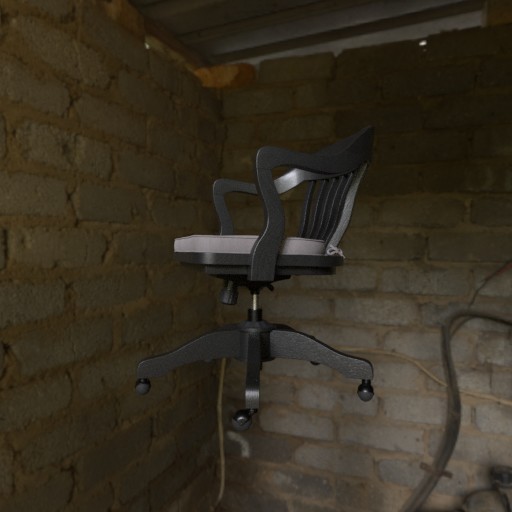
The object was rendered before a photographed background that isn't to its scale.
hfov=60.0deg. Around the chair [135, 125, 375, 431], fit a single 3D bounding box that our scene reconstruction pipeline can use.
[{"bbox_3d":[0.000,0.000,1.489,0.788,0.878,0.750,0,1,-17],"label":"chair"}]
